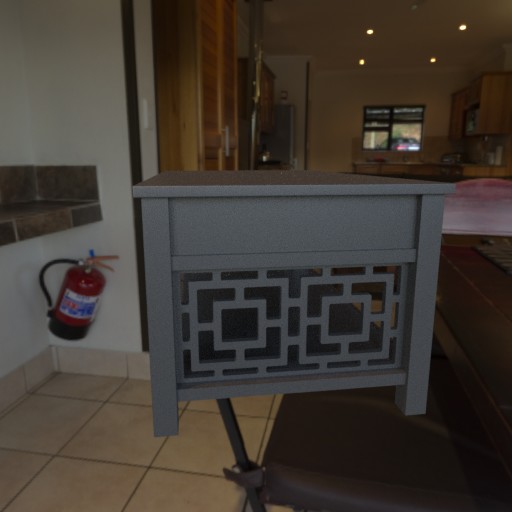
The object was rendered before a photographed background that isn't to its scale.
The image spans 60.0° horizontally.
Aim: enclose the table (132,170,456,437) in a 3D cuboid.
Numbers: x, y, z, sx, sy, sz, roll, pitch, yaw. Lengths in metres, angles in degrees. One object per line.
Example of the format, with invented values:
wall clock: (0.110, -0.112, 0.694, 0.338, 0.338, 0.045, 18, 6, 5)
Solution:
table: (0.000, 0.000, 1.369, 0.612, 0.493, 1.068, -2, 12, -8)
